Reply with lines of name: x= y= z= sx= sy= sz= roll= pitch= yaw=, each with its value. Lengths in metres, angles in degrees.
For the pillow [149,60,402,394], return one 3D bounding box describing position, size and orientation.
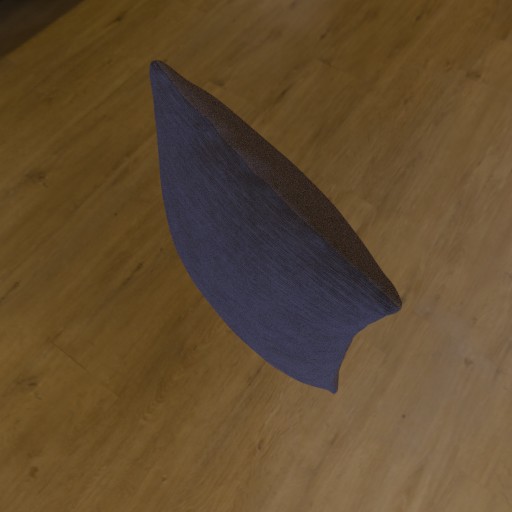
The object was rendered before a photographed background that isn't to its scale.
pillow: x=0.000 y=0.000 z=0.698 sx=0.204 sy=0.439 sz=0.452 roll=-35 pitch=68 yaw=-16
